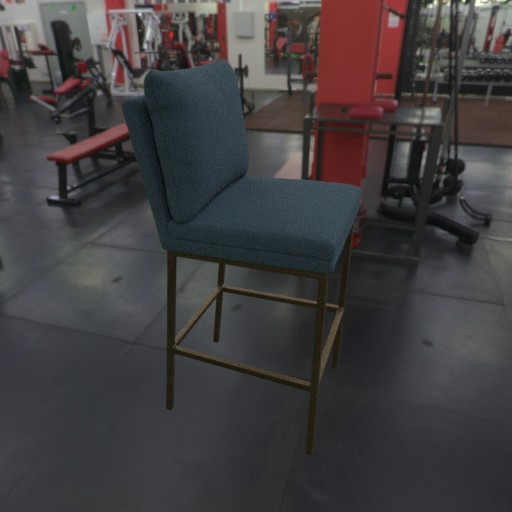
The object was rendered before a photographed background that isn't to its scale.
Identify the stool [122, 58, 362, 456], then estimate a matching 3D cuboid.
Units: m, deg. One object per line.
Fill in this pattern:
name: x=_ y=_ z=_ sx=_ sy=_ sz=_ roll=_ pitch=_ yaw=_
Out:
stool: x=0.000 y=0.000 z=1.414 sx=0.568 sy=1.124 sz=0.463 roll=10 pitch=29 yaw=18
